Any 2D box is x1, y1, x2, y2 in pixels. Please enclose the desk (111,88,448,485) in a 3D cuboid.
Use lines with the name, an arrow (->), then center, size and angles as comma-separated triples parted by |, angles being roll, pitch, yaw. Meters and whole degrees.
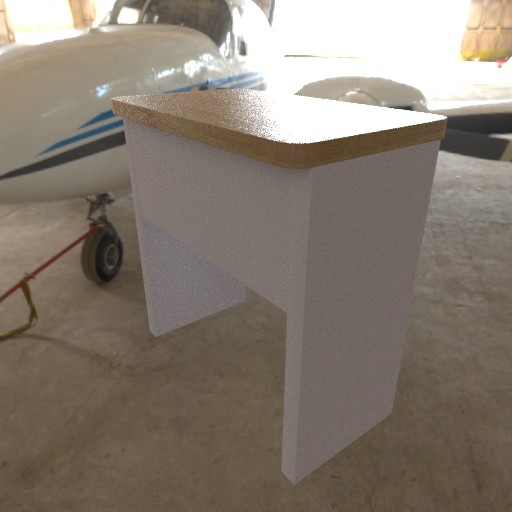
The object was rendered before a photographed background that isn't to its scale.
desk -> 0.000, 0.000, 1.223 | 0.440, 0.790, 0.760 | -19, 32, -33
